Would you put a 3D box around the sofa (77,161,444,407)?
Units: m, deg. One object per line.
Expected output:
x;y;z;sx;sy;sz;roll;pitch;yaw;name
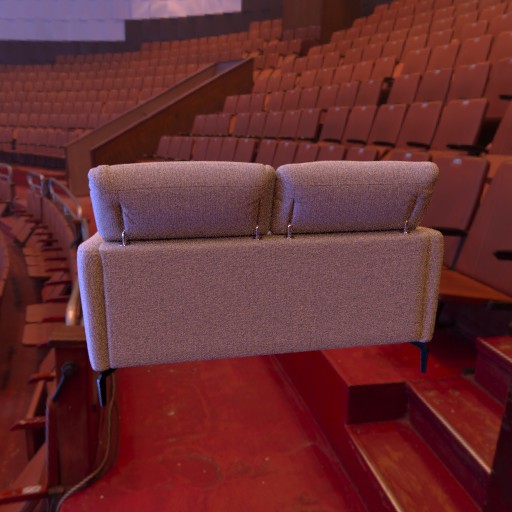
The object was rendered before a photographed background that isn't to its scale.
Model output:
0.000;0.000;2.163;1.540;0.950;0.905;-3;15;-10;sofa
